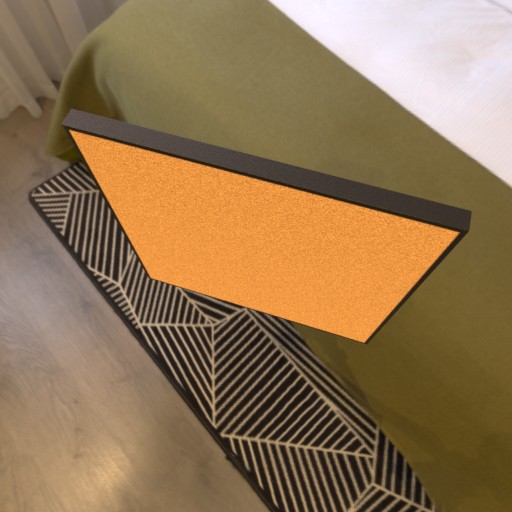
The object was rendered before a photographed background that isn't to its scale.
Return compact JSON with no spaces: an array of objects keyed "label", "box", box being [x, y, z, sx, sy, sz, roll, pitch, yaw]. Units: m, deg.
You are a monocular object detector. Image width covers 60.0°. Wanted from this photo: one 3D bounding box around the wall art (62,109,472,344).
[{"label":"wall art","box":[0.000,0.000,1.153,0.769,0.766,0.042,16,66,7]}]
